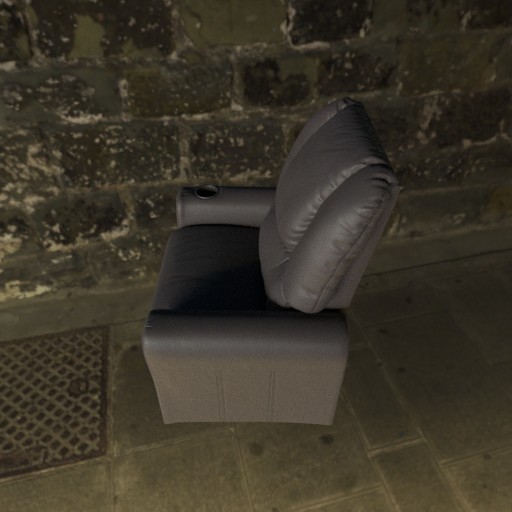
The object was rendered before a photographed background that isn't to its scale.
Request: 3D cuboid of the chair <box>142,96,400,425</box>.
[{"bbox_3d":[0.000,0.000,1.134,0.521,0.709,0.610,0,41,0],"label":"chair"}]
